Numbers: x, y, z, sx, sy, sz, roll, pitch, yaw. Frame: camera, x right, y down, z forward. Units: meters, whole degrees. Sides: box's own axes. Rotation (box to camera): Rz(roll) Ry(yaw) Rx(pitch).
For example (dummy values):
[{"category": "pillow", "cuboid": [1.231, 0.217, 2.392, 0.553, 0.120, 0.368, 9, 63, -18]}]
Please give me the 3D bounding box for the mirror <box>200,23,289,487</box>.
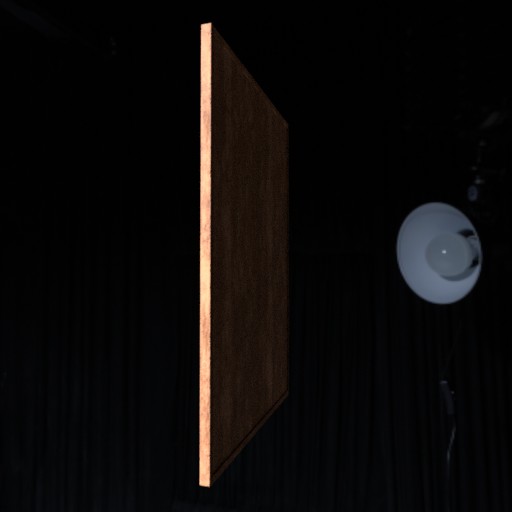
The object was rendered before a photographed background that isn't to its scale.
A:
[{"category": "mirror", "cuboid": [0.000, 0.000, 1.429, 0.028, 1.099, 0.796, 0, -1, 18]}]
